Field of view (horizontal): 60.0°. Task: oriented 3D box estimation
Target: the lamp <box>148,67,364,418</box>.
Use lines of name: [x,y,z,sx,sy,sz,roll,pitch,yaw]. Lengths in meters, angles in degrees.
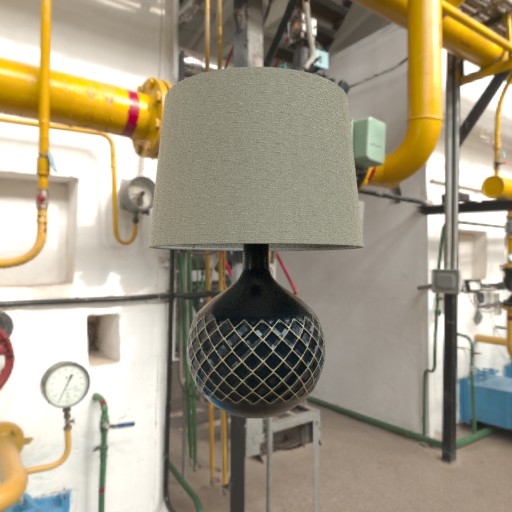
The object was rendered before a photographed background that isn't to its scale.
lamp: [0.000,0.000,0.796,0.376,0.540,0.376,0,-1,0]
